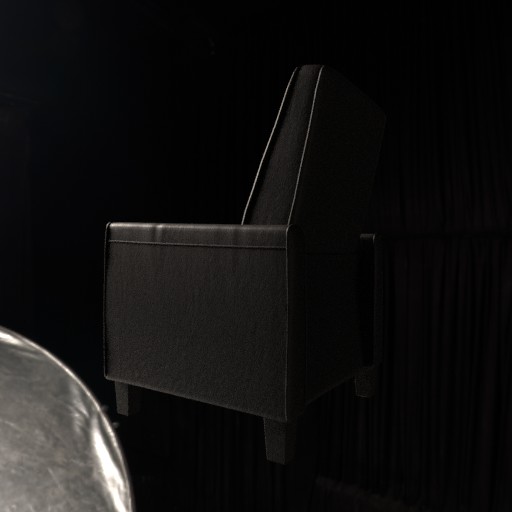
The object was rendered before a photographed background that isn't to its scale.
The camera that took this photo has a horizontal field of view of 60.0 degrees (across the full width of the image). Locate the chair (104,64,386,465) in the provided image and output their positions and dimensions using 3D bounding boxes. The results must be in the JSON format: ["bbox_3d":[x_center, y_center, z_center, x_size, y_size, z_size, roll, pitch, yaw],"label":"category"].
[{"bbox_3d":[0.000,0.000,1.516,0.746,1.013,0.705,0,0,34],"label":"chair"}]
